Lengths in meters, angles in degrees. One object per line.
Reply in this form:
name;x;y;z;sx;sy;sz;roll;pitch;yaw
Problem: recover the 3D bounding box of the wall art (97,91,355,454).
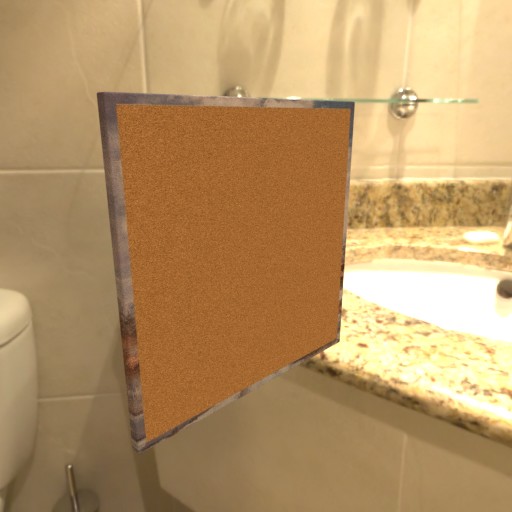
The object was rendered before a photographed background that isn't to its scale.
wall art;0.000;0.000;1.335;0.888;0.897;0.035;-16;24;-41
